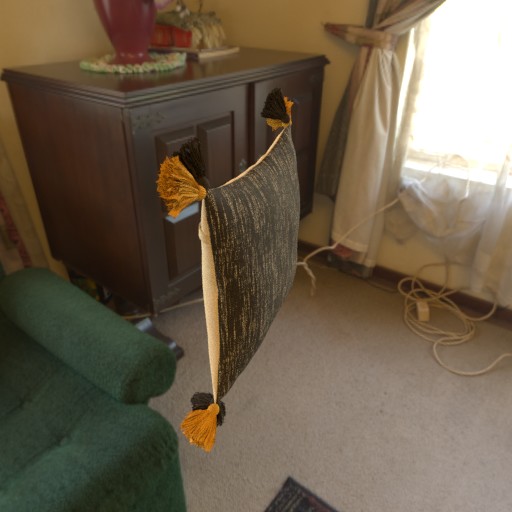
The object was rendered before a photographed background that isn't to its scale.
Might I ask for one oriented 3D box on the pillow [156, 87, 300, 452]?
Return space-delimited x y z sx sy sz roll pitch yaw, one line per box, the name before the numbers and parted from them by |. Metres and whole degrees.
pillow | 0.000 0.000 1.006 0.139 0.659 0.654 11 32 17
